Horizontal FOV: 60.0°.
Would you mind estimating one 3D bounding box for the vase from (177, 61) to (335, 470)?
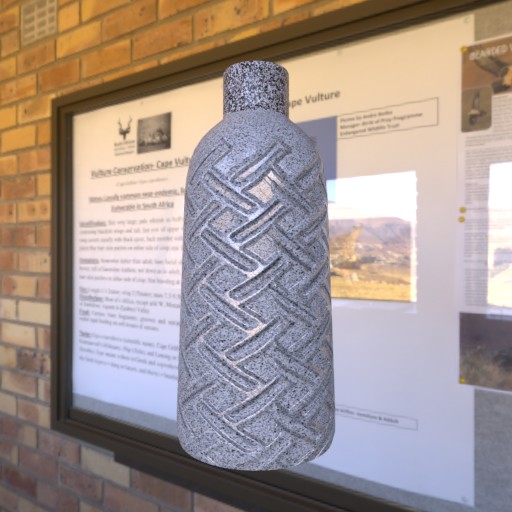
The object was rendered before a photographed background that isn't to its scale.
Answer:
[{"bbox_3d":[0.000,0.000,0.345,0.122,0.282,0.122,0,0,0],"label":"vase"}]
